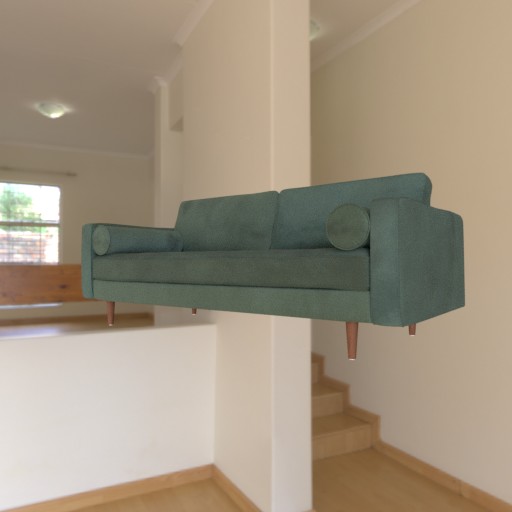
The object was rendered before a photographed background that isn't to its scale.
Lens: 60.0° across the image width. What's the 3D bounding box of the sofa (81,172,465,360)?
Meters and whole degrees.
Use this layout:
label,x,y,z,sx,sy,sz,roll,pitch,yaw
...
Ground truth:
label,x,y,z,sx,sy,sz,roll,pitch,yaw
sofa,0.000,0.000,2.348,1.880,0.772,0.916,-1,-1,37
